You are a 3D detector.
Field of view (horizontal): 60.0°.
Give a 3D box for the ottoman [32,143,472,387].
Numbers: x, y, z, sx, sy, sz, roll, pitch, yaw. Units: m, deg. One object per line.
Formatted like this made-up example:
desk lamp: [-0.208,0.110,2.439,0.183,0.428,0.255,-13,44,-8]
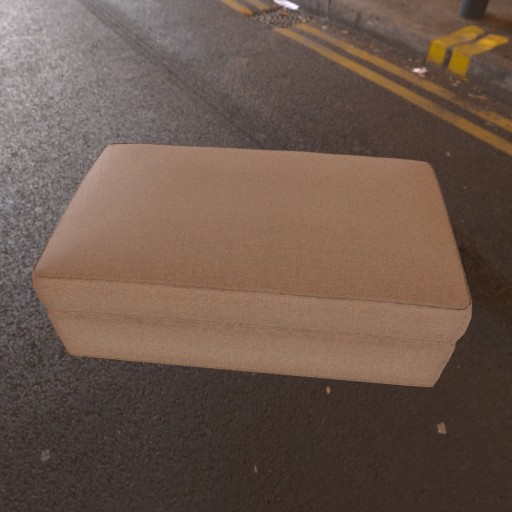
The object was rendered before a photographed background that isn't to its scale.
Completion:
ottoman: [0.000,0.000,1.385,1.097,0.448,0.617,4,47,4]
